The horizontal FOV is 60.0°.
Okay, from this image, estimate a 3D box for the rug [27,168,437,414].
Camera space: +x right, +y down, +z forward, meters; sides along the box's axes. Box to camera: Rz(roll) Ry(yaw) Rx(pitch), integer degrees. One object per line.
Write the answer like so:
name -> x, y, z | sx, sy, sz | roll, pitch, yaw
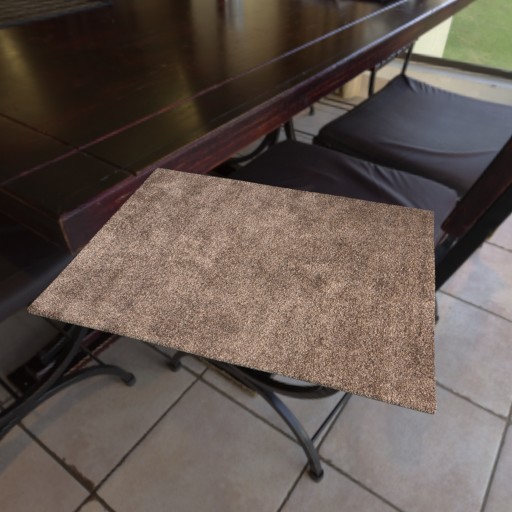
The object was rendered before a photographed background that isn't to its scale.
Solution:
rug -> 0.000, 0.000, 2.077 | 1.601, 0.025, 1.198 | 11, 42, 12
